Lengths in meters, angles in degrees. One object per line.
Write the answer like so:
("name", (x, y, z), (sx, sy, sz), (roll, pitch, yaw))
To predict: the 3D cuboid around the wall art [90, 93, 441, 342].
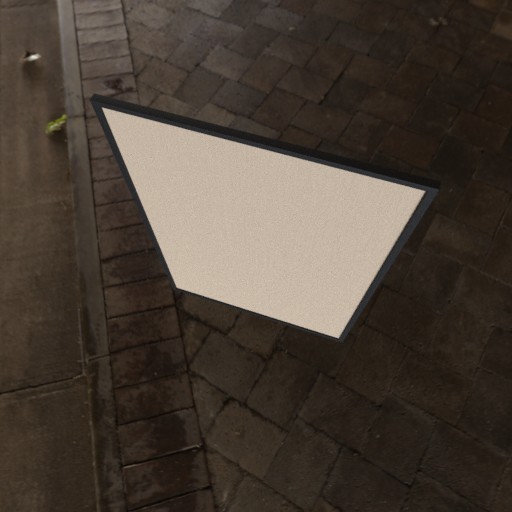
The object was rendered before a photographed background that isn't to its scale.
("wall art", (0.000, 0.000, 0.848), (0.457, 0.657, 0.013), (16, 65, 8))
